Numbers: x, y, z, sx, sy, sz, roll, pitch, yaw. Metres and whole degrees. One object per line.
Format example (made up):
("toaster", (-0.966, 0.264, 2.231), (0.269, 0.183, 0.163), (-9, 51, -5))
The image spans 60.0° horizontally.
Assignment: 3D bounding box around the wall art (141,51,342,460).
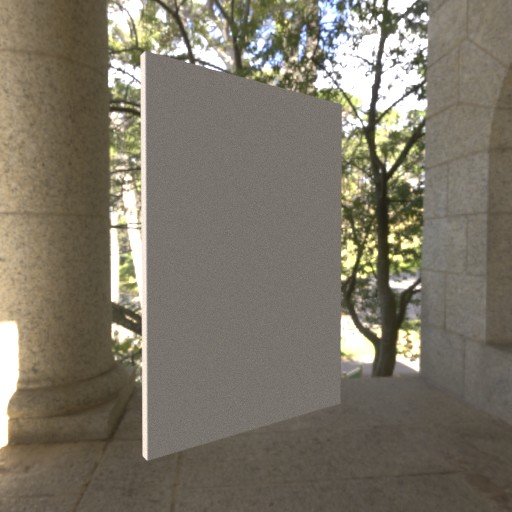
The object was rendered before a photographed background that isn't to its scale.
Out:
("wall art", (0.000, 0.000, 1.050), (0.556, 0.813, 0.026), (-1, 1, -36))
